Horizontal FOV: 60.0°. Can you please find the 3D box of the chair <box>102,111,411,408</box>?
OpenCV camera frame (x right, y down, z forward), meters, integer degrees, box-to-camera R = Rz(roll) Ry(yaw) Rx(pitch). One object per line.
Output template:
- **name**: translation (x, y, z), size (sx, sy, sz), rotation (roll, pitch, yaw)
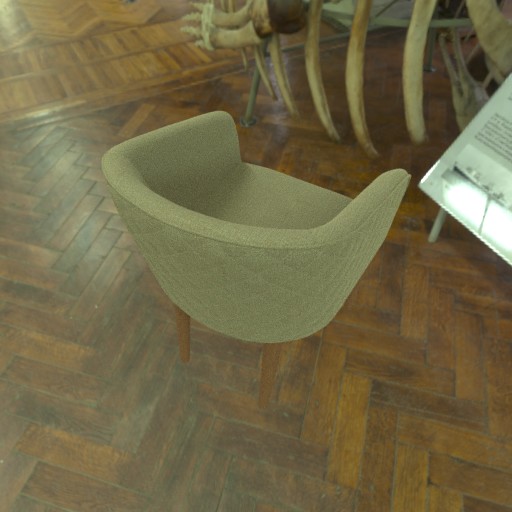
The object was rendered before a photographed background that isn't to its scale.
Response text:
- **chair**: translation (0.000, 0.000, 1.210), size (0.584, 0.775, 0.616), rotation (24, 53, 20)
